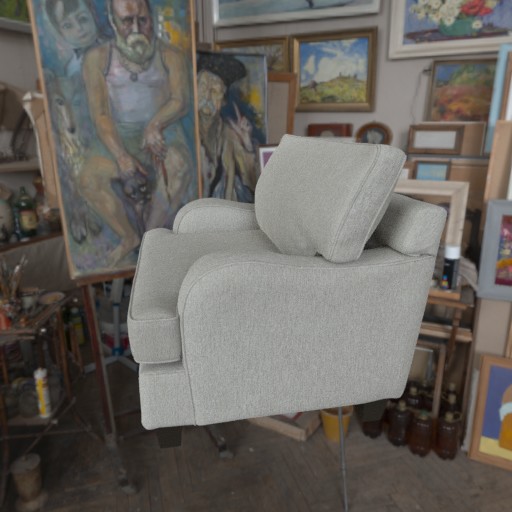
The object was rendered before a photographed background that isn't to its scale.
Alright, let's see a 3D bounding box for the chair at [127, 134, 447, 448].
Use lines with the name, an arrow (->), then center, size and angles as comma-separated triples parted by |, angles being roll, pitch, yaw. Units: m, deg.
chair -> 0.000, 0.000, 1.971 | 1.041, 1.016, 1.220 | -3, 17, -11
